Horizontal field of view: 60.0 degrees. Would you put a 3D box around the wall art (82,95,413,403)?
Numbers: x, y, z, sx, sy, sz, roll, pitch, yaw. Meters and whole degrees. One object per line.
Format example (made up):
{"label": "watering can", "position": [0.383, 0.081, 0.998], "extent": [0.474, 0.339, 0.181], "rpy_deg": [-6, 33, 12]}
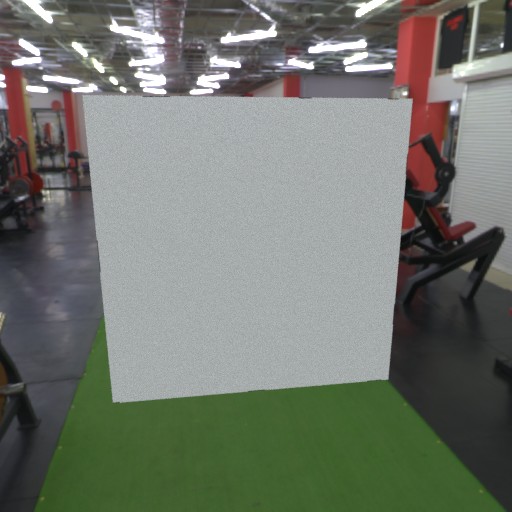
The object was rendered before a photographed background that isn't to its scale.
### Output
{"label": "wall art", "position": [0.000, 0.000, 0.658], "extent": [0.446, 0.445, 0.014], "rpy_deg": [-2, 16, -8]}
